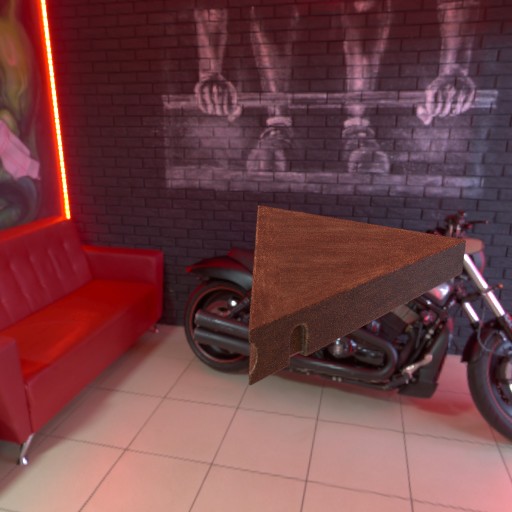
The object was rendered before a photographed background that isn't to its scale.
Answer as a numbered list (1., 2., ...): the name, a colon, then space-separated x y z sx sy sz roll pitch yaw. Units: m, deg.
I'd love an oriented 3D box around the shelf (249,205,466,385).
1. shelf: 0.000 0.000 0.446 0.296 0.035 0.296 -15 21 -42
